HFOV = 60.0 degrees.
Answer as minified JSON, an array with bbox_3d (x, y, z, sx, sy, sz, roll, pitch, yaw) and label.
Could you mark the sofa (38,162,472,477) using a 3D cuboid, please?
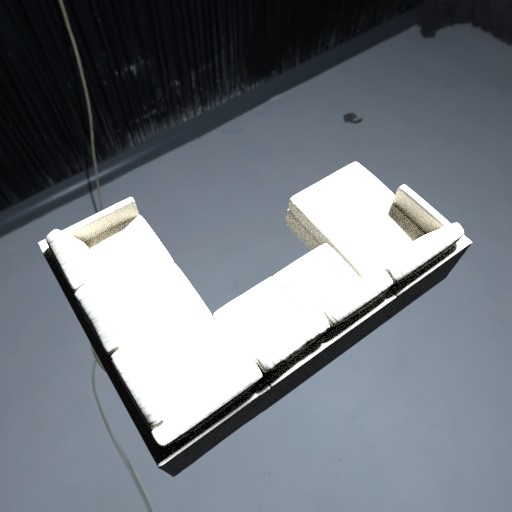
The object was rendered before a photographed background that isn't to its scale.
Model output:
[{"bbox_3d":[0.000,0.000,4.474,3.464,0.882,2.448,-31,63,-18],"label":"sofa"}]
